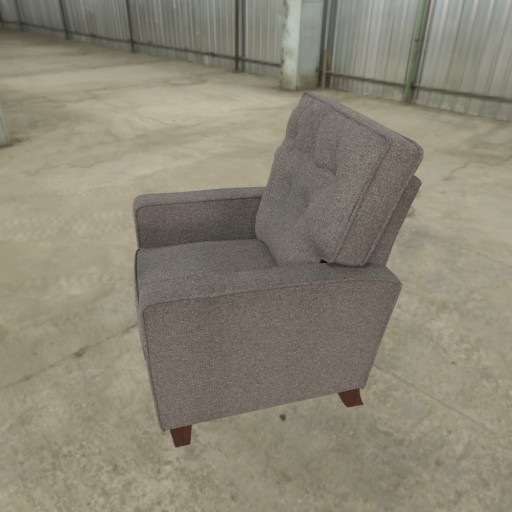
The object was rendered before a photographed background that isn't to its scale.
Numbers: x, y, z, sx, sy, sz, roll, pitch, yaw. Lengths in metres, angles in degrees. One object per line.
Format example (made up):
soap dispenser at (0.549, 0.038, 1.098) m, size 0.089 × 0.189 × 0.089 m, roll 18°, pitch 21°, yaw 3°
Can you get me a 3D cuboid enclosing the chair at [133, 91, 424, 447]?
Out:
chair at (0.000, 0.000, 1.404) m, size 0.775 × 0.889 × 0.650 m, roll -8°, pitch 32°, yaw -13°
